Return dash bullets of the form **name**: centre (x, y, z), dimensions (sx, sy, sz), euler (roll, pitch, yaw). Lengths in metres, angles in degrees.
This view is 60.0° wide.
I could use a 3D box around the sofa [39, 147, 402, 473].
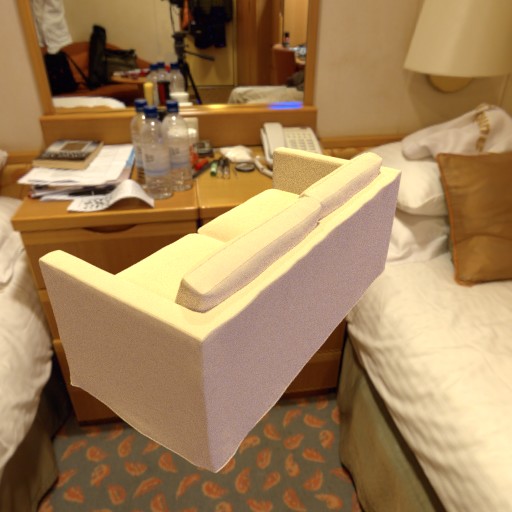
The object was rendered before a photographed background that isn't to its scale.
- **sofa**: centre (0.000, 0.000, 2.491), dimensions (0.940, 0.870, 1.987), euler (19, 35, 29)
